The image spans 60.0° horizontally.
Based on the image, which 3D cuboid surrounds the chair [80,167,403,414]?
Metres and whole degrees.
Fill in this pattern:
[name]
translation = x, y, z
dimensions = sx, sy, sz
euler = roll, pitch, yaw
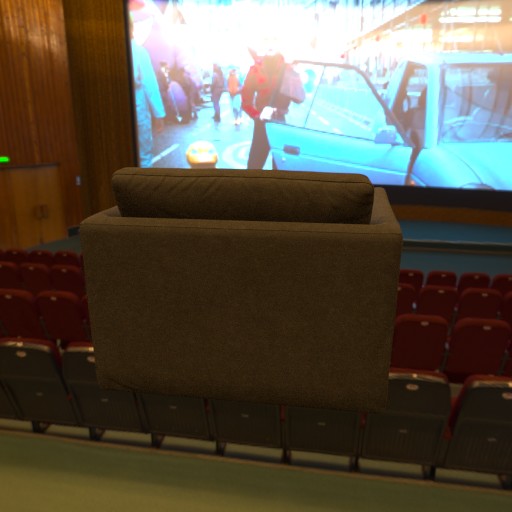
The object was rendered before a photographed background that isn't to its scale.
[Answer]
[chair]
translation = 0.000, 0.000, 1.952
dimensions = 1.190, 0.845, 1.091
euler = 2, 16, 8
